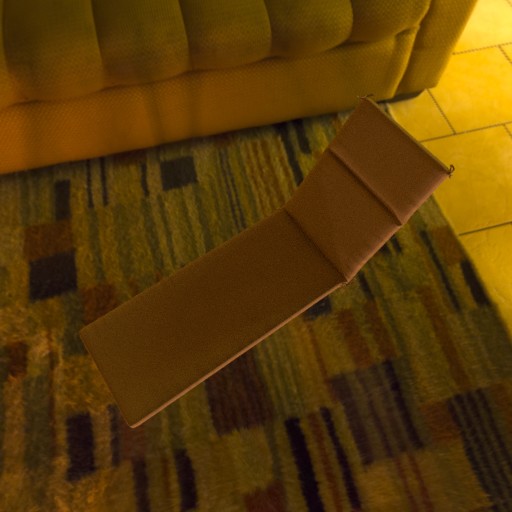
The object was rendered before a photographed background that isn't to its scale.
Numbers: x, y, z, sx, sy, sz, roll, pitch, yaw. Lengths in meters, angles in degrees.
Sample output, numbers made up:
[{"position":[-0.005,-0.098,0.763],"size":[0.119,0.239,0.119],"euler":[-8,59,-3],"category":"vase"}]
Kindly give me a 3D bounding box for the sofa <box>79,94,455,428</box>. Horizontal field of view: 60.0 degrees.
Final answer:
[{"position":[0.000,0.000,1.950],"size":[1.663,0.622,0.582],"euler":[-32,68,-15],"category":"sofa"}]
